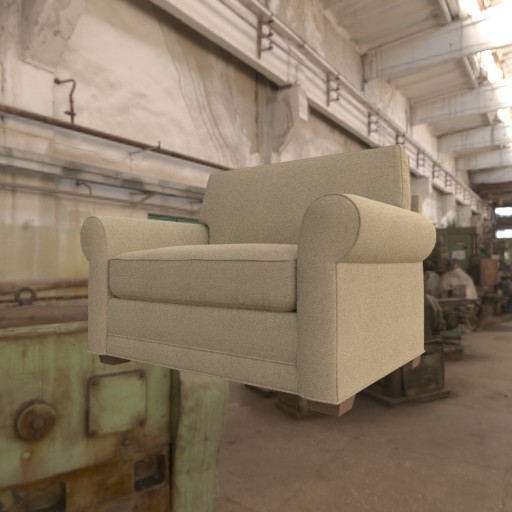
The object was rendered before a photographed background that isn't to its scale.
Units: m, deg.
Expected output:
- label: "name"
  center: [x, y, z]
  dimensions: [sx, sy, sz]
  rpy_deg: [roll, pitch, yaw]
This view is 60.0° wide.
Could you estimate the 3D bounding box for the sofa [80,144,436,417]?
- label: "sofa"
  center: [0.000, 0.000, 2.031]
  dimensions: [1.405, 0.991, 0.936]
  rpy_deg: [0, -1, 36]
